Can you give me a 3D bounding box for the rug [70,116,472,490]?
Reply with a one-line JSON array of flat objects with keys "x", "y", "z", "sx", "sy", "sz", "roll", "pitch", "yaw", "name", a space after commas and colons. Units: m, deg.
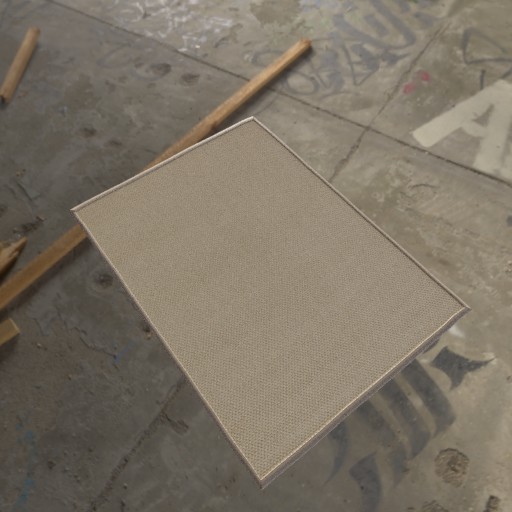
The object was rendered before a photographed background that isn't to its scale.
[{"x": 0.000, "y": 0.000, "z": 2.728, "sx": 1.525, "sy": 0.020, "sz": 2.081, "roll": -33, "pitch": 63, "yaw": -19, "name": "rug"}]
